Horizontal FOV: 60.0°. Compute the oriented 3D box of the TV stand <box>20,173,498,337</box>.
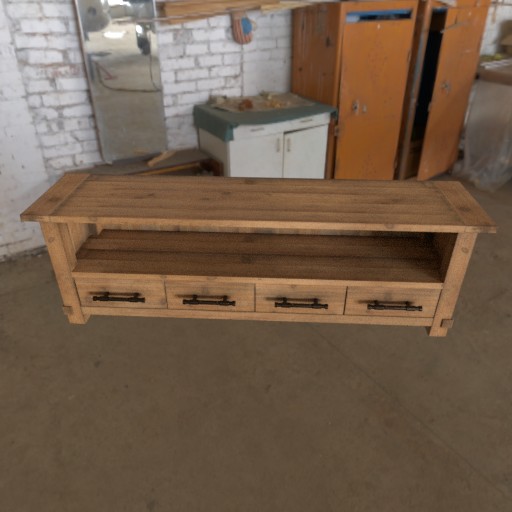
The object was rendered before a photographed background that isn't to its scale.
[{"bbox_3d":[0.000,0.000,1.993,1.804,0.573,0.453,2,32,3],"label":"TV stand"}]
